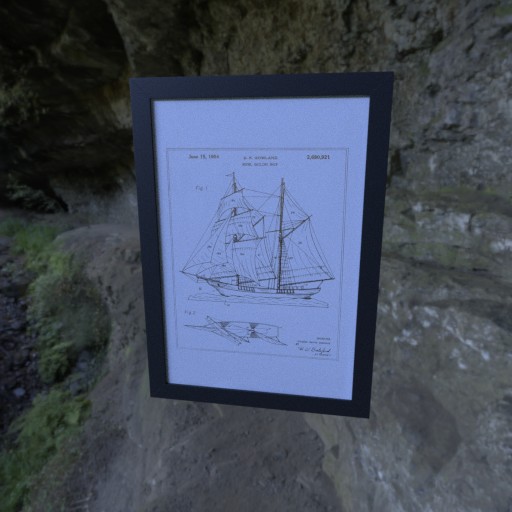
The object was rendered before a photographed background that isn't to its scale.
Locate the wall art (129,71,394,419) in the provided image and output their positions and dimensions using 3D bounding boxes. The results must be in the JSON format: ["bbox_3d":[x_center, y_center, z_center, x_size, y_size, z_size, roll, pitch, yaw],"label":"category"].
[{"bbox_3d":[0.000,0.000,0.700,0.381,0.534,0.013,2,15,9],"label":"wall art"}]
